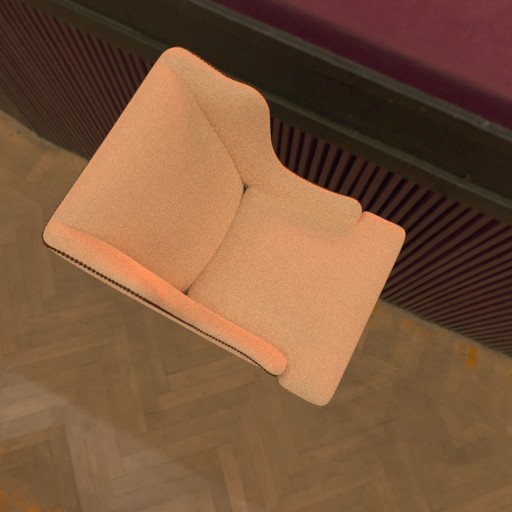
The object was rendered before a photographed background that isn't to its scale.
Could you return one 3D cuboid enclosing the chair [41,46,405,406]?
[{"bbox_3d":[0.000,0.000,1.628,0.940,1.029,0.737,27,77,7],"label":"chair"}]
